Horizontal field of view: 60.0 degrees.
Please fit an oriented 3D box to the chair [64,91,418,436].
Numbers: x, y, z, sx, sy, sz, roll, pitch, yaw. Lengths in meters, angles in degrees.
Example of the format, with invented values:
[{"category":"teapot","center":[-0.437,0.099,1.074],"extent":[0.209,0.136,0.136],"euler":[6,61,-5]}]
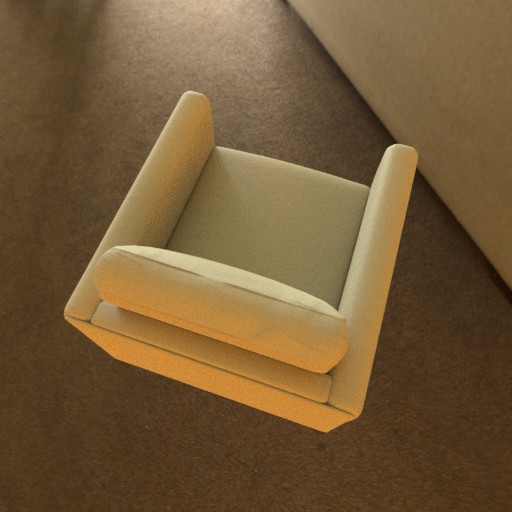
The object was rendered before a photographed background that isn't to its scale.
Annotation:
[{"category":"chair","center":[0.000,0.000,1.643],"extent":[0.914,0.838,0.959],"euler":[17,65,8]}]
